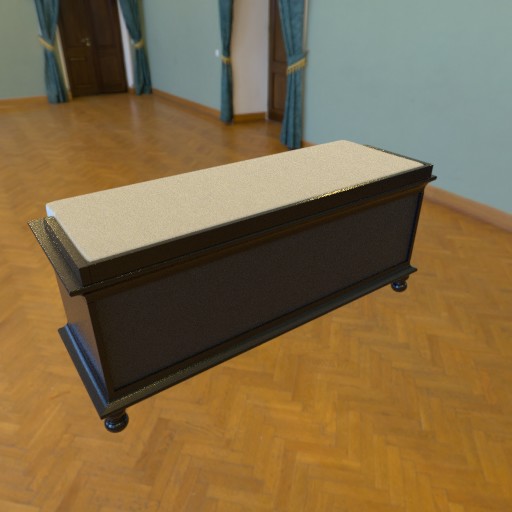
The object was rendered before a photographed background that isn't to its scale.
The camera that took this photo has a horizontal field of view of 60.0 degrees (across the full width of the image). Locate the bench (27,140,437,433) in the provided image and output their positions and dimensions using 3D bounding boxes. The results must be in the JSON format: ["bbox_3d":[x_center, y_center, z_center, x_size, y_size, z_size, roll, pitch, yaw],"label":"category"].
[{"bbox_3d":[0.000,0.000,1.414,1.185,0.501,0.402,-19,35,-30],"label":"bench"}]
